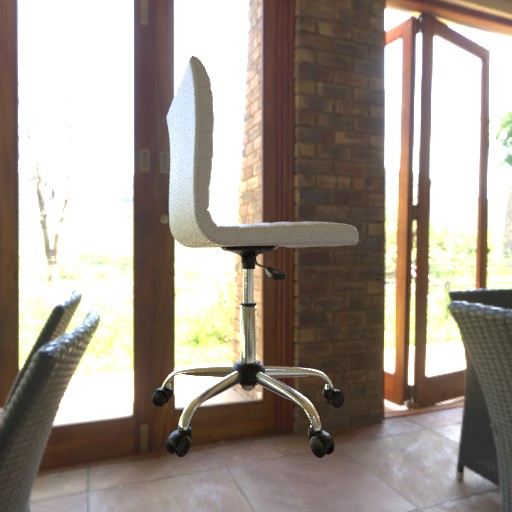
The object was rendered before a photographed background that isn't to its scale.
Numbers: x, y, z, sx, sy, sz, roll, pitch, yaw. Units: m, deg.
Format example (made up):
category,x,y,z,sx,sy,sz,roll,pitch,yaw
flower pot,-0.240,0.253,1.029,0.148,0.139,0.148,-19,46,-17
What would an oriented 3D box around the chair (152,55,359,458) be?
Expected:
category,x,y,z,sx,sy,sz,roll,pitch,yaw
chair,0.000,0.000,1.040,0.455,0.750,0.520,0,0,-18
